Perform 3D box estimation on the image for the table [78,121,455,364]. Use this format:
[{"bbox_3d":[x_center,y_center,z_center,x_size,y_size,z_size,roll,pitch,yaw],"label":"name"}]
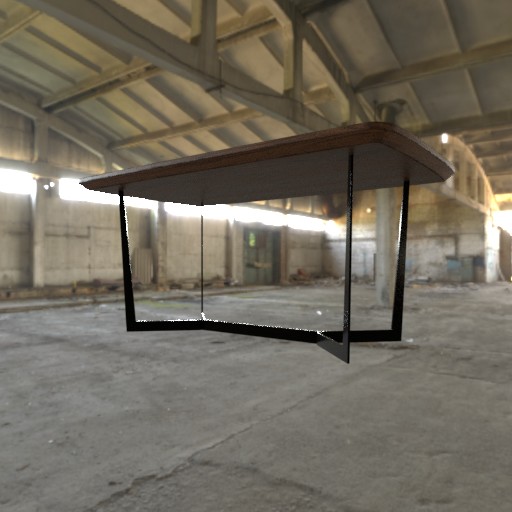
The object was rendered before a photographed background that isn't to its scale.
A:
[{"bbox_3d":[0.000,0.000,2.115,1.643,0.765,0.949,-1,-1,36],"label":"table"}]
